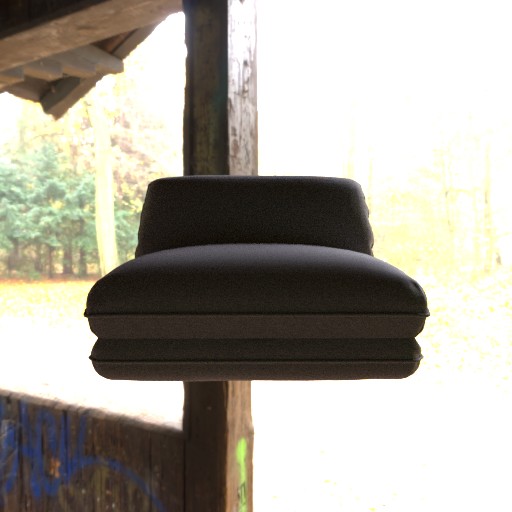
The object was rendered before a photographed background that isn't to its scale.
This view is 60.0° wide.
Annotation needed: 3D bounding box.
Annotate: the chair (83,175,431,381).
[{"bbox_3d":[0.000,0.000,1.375,0.820,0.580,0.780,0,1,-1],"label":"chair"}]
